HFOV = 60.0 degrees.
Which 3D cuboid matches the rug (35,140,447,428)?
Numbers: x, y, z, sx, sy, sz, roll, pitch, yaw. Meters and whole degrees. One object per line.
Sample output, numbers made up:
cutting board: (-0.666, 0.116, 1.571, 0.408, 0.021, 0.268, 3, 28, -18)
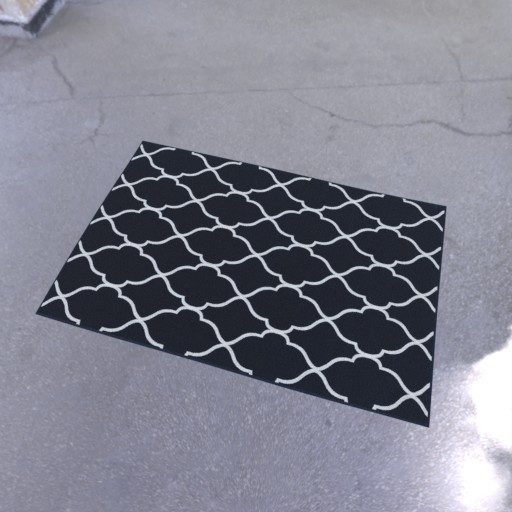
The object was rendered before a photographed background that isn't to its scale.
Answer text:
rug: (0.000, 0.000, 2.831, 2.290, 0.014, 1.526, 14, 58, 9)
